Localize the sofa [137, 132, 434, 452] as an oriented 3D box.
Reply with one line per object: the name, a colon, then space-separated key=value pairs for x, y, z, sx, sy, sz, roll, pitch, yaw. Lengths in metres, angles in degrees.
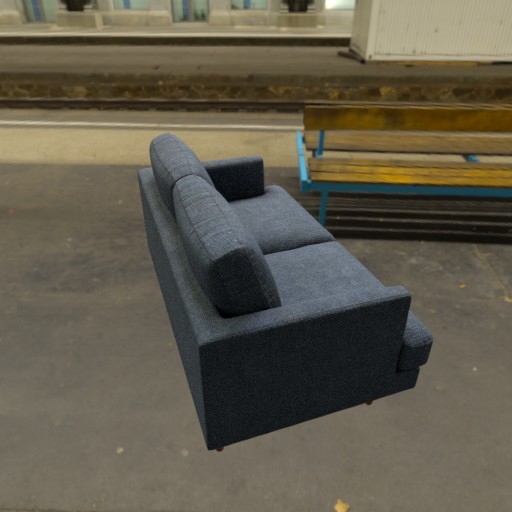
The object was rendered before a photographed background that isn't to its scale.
sofa: x=0.000 y=0.000 z=2.160 sx=0.903 sy=0.944 sz=1.582 roll=-10 pitch=33 yaw=-17
